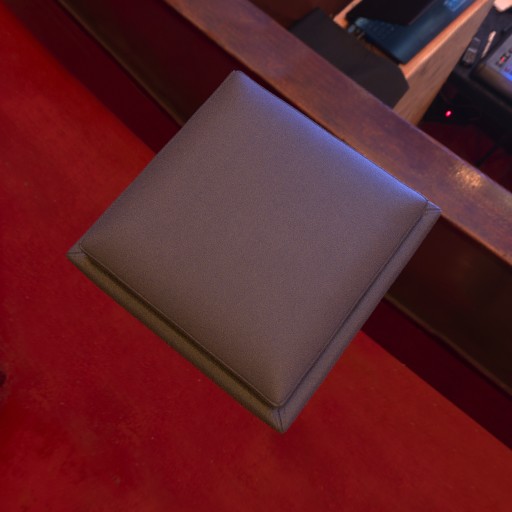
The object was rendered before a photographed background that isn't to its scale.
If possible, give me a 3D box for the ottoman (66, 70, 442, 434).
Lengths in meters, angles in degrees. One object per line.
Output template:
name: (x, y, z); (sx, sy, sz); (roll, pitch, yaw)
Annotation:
ottoman: (0.000, 0.000, 0.858); (0.450, 0.460, 0.451); (37, 79, 9)
